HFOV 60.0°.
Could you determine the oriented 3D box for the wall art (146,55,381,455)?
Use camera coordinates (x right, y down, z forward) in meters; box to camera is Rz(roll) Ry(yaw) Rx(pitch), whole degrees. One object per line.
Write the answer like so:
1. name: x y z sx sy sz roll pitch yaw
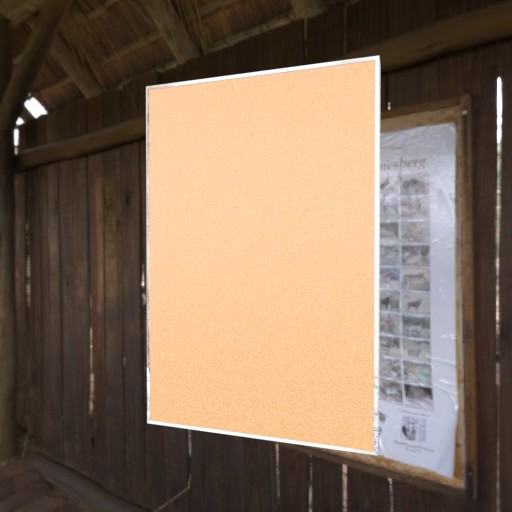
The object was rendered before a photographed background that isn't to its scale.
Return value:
1. wall art: 0.000 0.000 0.752 0.403 0.607 0.036 0 1 18
